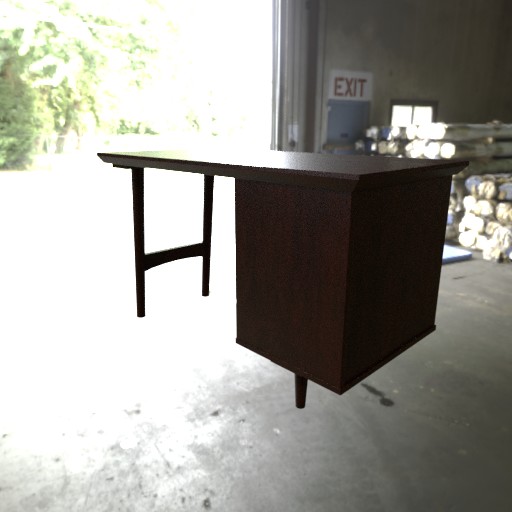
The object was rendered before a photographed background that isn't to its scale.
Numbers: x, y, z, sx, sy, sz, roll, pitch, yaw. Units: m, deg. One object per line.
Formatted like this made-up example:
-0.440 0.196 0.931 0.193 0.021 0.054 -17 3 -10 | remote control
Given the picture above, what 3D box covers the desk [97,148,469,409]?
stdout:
0.000 0.000 1.718 0.612 0.758 1.277 -15 22 -42 | desk
